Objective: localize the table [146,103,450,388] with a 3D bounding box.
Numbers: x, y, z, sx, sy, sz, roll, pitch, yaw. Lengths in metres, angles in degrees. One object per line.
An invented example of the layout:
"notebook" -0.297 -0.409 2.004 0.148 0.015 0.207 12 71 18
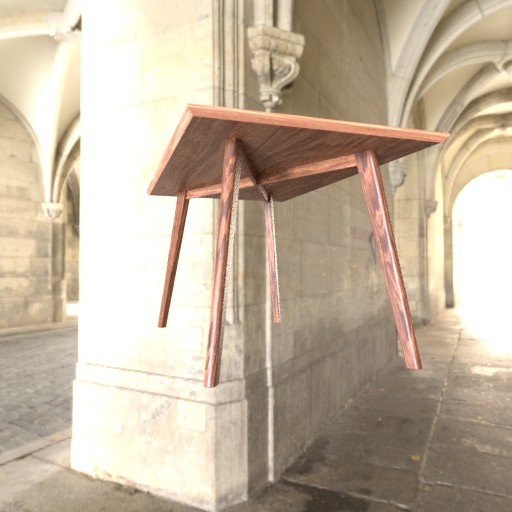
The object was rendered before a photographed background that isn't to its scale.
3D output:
"table" 0.000 0.000 1.857 0.801 0.724 1.349 0 -1 -18
